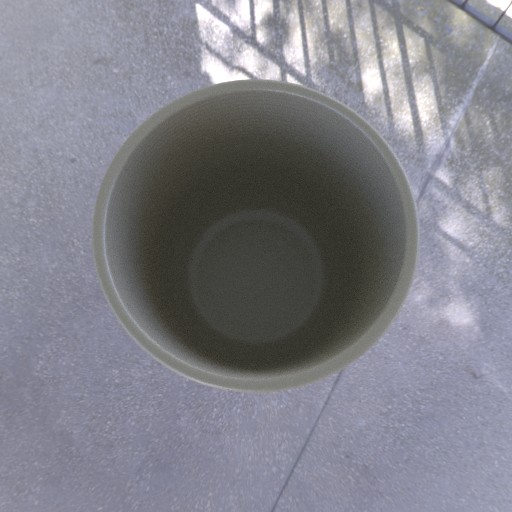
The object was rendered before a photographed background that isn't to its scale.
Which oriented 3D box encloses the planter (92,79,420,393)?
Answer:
[{"bbox_3d":[0.000,0.000,0.219,0.124,0.109,0.124,0,76,0],"label":"planter"}]
